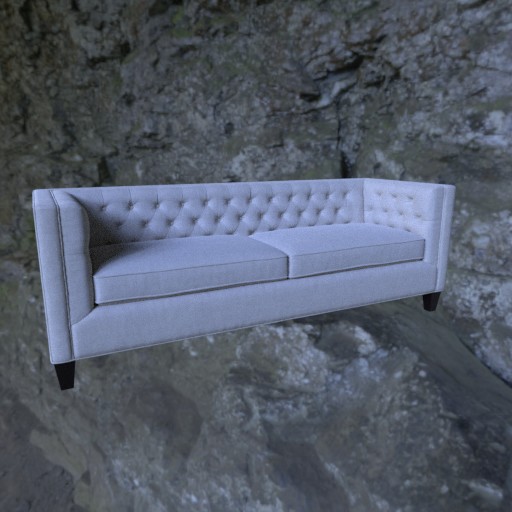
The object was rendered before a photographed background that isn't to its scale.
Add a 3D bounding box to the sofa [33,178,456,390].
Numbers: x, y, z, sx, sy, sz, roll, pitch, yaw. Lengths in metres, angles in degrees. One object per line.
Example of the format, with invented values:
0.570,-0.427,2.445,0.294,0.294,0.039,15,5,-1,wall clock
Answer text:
0.000,0.000,2.469,2.159,0.762,0.775,-7,15,-25,sofa
